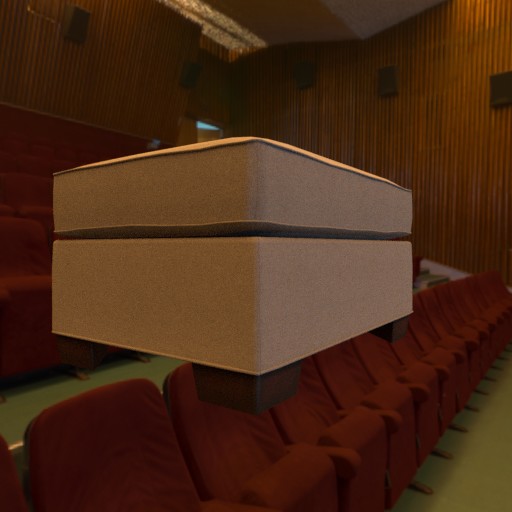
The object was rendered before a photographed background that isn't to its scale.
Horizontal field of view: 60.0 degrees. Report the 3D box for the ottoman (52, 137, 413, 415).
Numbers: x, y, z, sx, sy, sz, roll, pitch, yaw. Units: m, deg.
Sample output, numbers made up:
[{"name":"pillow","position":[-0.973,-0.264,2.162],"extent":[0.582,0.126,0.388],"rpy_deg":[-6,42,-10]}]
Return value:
[{"name":"ottoman","position":[0.000,0.000,1.215],"extent":[0.617,0.503,0.846],"rpy_deg":[1,2,36]}]
